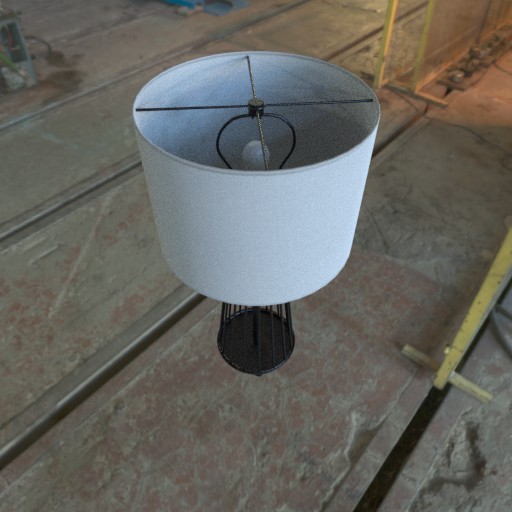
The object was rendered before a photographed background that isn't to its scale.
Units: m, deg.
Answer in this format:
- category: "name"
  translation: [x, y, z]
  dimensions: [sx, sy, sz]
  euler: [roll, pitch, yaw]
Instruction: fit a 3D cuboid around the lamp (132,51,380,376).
- category: "lamp"
  translation: [0.000, 0.000, 0.797]
  dimensions: [0.322, 0.593, 0.322]
  euler: [-3, 46, -3]
